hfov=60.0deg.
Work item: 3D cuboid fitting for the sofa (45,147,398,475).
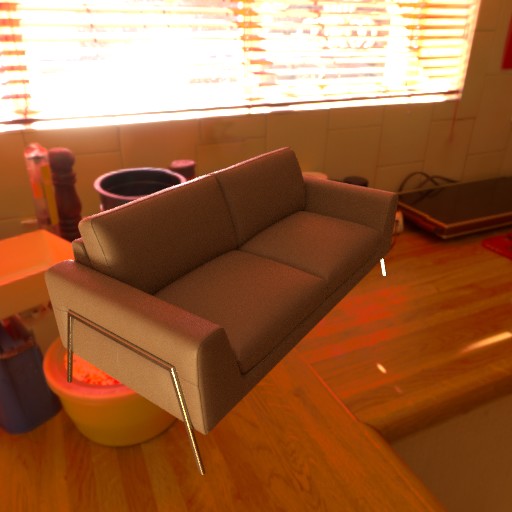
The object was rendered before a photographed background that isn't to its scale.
[{"bbox_3d":[0.000,0.000,2.554,0.953,0.875,2.017,18,32,31],"label":"sofa"}]
